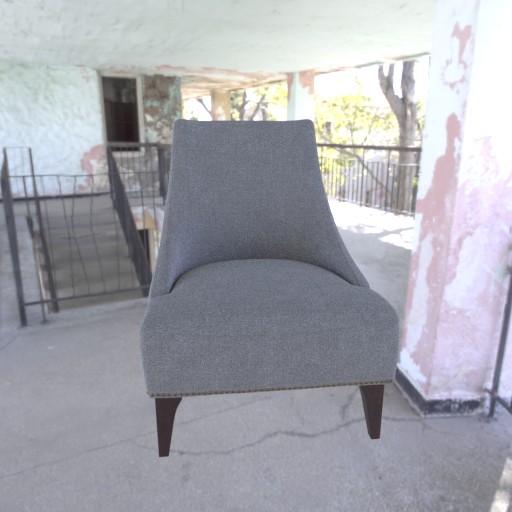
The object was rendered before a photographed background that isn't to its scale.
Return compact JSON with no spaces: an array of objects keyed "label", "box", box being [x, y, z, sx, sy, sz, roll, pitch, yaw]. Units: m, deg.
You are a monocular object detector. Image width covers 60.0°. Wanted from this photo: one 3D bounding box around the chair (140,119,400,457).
[{"label":"chair","box":[0.000,0.000,1.507,0.701,0.909,0.861,-2,16,-7]}]
